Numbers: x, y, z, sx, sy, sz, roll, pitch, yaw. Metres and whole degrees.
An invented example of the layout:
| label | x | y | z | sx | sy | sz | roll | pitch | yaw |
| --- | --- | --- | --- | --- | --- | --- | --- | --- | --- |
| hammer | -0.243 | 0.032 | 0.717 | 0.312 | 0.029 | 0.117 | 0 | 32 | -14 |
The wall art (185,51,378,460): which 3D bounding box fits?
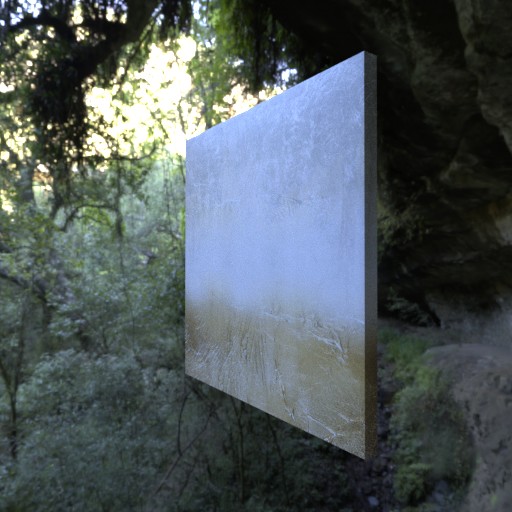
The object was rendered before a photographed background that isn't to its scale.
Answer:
| label | x | y | z | sx | sy | sz | roll | pitch | yaw |
| --- | --- | --- | --- | --- | --- | --- | --- | --- | --- |
| wall art | 0.000 | 0.000 | 1.645 | 0.051 | 1.091 | 1.092 | 0 | -1 | -35 |
